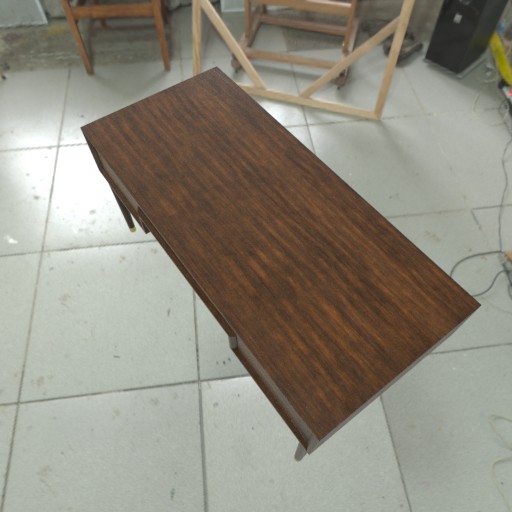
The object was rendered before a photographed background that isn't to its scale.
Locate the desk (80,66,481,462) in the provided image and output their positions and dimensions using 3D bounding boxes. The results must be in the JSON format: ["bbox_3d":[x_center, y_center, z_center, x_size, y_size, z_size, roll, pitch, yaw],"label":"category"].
[{"bbox_3d":[0.000,0.000,2.017,0.724,0.762,1.575,-32,64,-18],"label":"desk"}]
